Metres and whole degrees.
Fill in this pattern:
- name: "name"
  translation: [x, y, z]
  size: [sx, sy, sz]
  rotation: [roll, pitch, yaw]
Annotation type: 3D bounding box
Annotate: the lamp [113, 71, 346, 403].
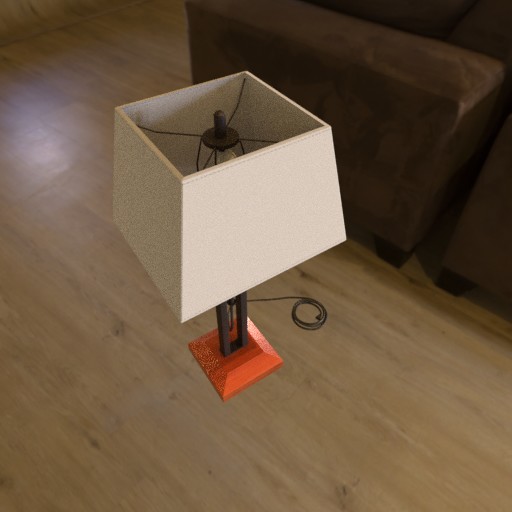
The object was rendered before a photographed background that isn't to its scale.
- name: "lamp"
  translation: [0.000, 0.000, 0.992]
  size: [0.498, 0.737, 0.310]
  rotation: [-25, 51, -22]
